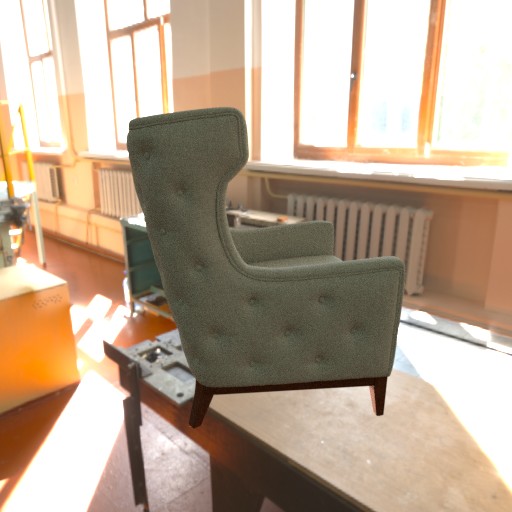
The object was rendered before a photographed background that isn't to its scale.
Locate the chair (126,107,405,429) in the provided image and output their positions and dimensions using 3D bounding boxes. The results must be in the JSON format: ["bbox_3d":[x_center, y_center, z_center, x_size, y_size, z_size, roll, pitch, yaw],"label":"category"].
[{"bbox_3d":[0.000,0.000,1.745,0.899,1.079,0.778,-3,16,-10],"label":"chair"}]
